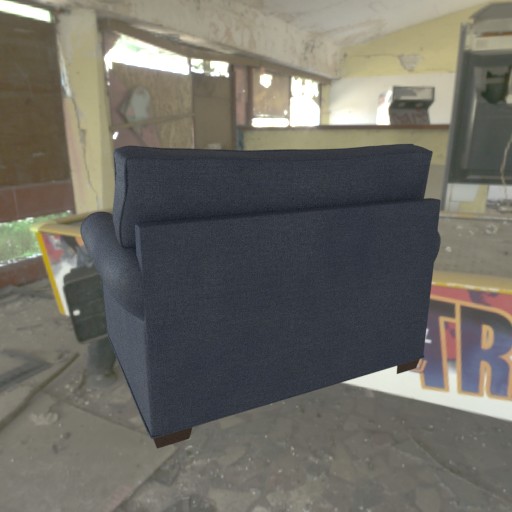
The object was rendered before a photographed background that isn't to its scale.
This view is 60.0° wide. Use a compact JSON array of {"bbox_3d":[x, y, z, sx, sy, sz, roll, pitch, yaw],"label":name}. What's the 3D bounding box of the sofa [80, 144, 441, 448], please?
[{"bbox_3d":[0.000,0.000,2.021,1.405,1.004,0.938,-8,17,-26],"label":"sofa"}]
